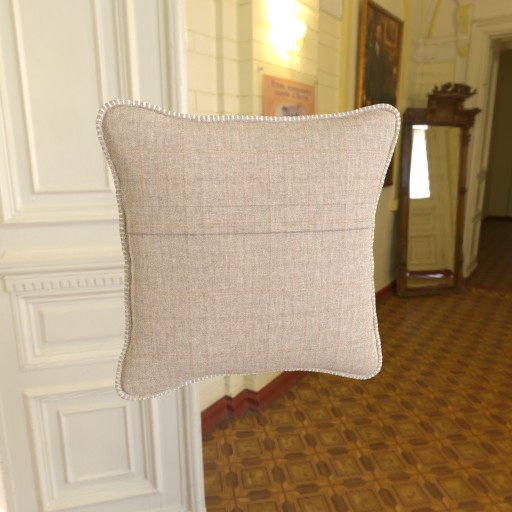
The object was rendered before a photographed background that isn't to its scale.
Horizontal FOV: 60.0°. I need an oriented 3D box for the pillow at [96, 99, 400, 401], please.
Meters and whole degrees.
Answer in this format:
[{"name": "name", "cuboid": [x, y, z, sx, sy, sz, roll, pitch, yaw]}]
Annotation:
[{"name": "pillow", "cuboid": [0.000, 0.000, 0.745, 0.485, 0.494, 0.124, -2, 13, -10]}]
